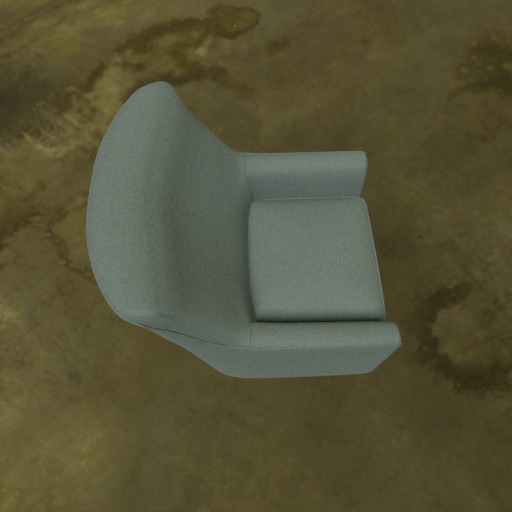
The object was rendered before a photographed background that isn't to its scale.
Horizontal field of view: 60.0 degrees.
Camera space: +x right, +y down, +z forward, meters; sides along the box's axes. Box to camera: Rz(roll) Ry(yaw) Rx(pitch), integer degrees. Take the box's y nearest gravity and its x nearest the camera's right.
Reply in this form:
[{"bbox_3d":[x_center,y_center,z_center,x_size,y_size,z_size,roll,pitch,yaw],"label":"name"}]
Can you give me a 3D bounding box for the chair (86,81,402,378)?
[{"bbox_3d":[0.000,0.000,1.565,0.879,0.916,0.756,-2,63,-1],"label":"chair"}]
